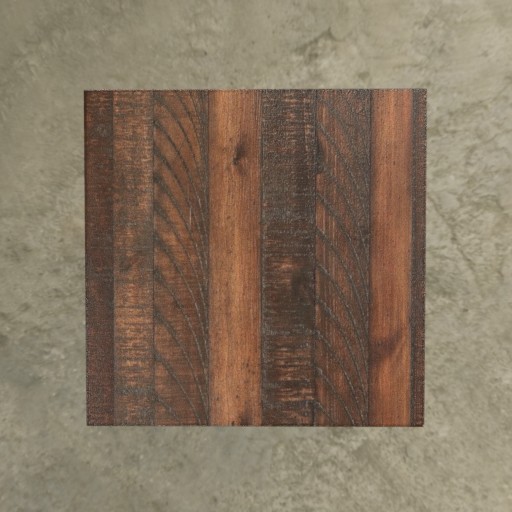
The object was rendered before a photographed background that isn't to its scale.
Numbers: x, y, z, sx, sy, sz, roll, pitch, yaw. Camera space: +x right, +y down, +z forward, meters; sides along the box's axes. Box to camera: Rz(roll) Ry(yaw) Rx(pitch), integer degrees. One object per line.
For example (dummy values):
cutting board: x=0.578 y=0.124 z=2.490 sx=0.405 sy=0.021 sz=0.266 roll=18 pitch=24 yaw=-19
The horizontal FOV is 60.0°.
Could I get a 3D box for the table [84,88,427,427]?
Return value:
table: x=0.000 y=0.000 z=0.960 sx=0.553 sy=0.482 sz=0.548 roll=0 pitch=91 yaw=0
